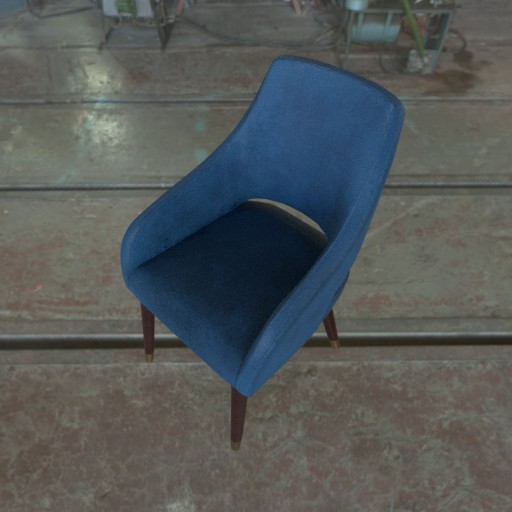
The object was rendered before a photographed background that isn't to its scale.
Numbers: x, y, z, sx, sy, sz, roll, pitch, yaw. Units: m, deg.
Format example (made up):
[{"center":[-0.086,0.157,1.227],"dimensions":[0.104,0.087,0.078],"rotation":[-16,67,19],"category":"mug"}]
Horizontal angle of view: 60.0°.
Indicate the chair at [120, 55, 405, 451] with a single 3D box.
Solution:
[{"center":[0.000,0.000,1.556],"dimensions":[0.683,1.081,0.794],"rotation":[35,56,29],"category":"chair"}]
